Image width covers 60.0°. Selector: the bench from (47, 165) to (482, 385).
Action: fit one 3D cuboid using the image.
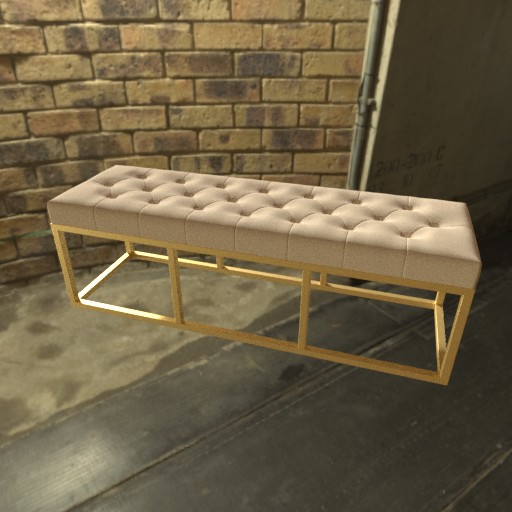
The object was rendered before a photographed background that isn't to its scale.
[{"bbox_3d":[0.000,0.000,1.722,1.473,0.484,0.457,9,31,15],"label":"bench"}]
